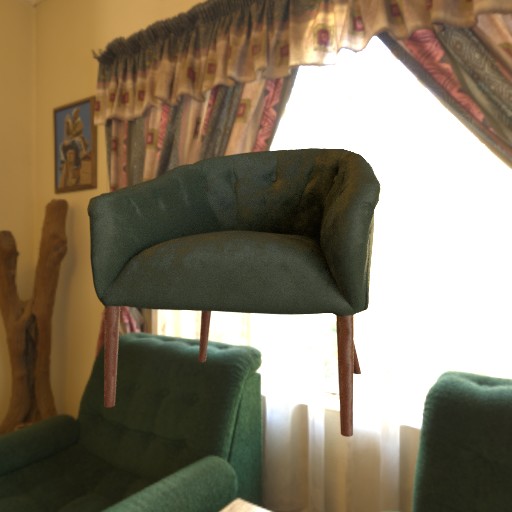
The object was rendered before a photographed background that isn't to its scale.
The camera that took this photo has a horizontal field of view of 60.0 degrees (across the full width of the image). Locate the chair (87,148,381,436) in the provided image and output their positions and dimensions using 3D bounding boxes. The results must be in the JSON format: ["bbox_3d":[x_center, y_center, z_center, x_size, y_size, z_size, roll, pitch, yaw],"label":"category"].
[{"bbox_3d":[0.000,0.000,1.526,0.851,0.885,0.776,0,0,18],"label":"chair"}]
